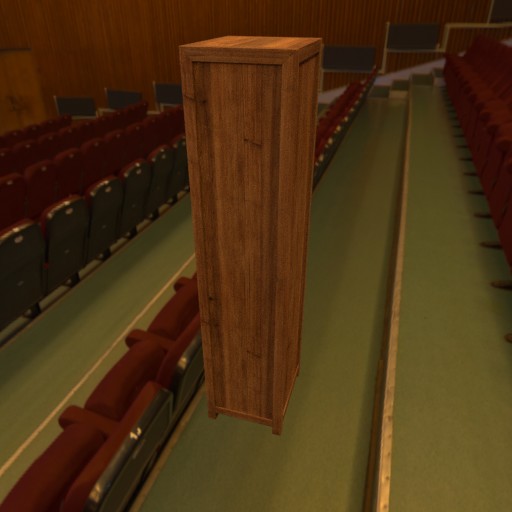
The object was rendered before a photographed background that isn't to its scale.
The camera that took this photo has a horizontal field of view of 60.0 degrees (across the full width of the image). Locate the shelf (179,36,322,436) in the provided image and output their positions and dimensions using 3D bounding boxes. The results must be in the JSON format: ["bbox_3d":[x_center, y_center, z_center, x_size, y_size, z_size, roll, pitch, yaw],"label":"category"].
[{"bbox_3d":[0.000,0.000,2.176,0.428,1.900,0.500,9,31,15],"label":"shelf"}]
